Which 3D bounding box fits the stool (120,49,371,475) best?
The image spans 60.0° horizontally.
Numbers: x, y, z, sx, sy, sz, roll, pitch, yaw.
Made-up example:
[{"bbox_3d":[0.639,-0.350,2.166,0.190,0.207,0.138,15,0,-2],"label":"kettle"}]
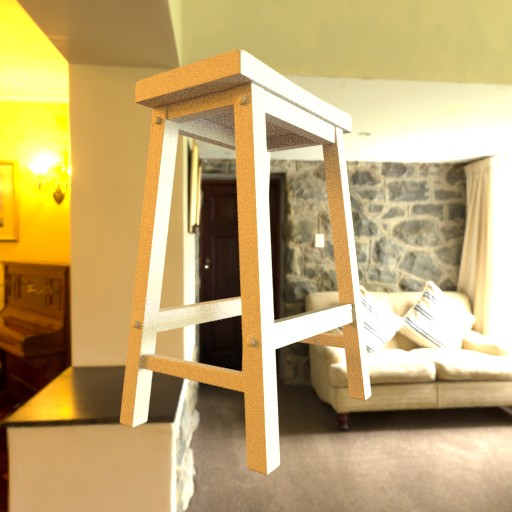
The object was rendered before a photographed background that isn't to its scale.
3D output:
[{"bbox_3d":[0.000,0.000,0.875,0.322,0.610,0.406,1,1,35],"label":"stool"}]
